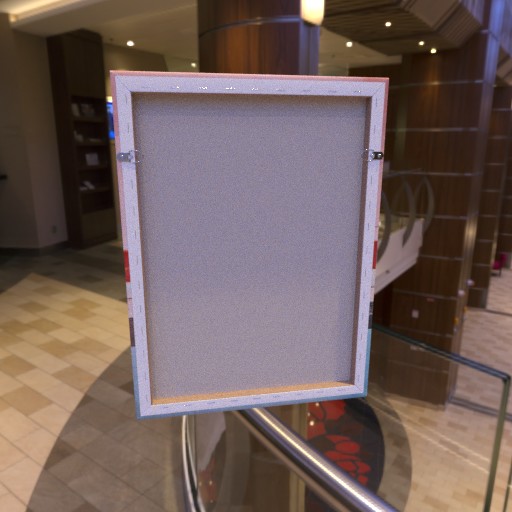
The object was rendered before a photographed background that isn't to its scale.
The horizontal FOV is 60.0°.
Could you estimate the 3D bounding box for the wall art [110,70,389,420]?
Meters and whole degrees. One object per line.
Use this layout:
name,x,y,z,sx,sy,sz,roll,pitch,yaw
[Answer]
wall art,0.000,0.000,1.333,0.761,1.016,0.039,-3,15,-10
